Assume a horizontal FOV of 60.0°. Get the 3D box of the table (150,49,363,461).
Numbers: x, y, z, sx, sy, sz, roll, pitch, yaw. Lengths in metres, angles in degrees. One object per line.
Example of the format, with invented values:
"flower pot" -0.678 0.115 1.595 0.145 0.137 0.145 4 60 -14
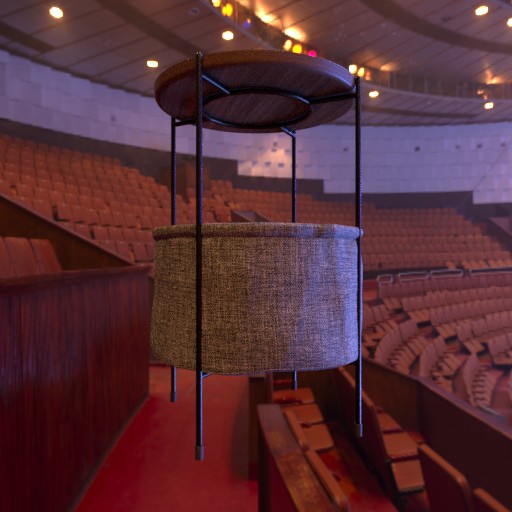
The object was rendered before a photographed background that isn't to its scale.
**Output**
"table" 0.000 0.000 0.857 0.400 0.623 0.400 0 0 -19
